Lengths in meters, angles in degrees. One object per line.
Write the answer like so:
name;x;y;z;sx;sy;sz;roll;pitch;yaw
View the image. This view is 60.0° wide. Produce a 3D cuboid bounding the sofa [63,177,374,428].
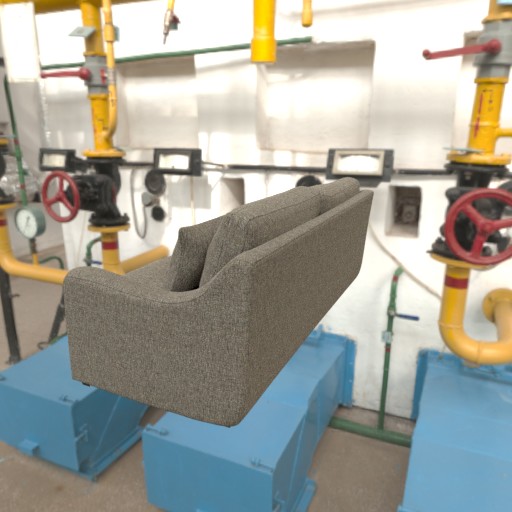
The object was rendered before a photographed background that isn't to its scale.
sofa;0.000;0.000;3.043;1.103;0.998;2.418;7;17;24
